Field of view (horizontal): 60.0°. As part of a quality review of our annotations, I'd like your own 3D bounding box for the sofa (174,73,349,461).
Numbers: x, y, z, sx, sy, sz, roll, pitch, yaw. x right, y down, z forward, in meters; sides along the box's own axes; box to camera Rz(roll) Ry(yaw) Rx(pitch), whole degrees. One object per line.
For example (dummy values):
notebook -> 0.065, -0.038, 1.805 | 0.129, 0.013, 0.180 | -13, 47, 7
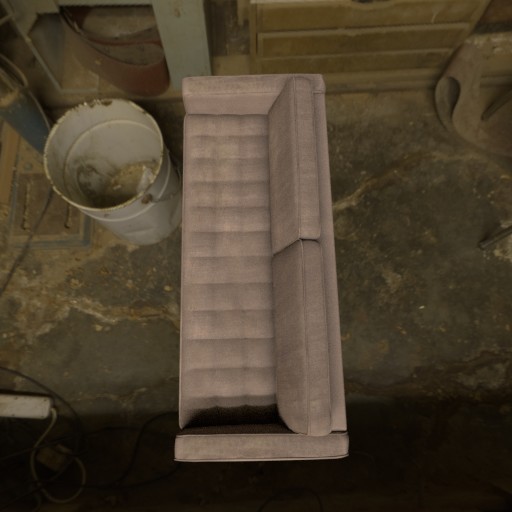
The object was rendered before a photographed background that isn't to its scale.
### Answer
sofa -> 0.000, 0.000, 2.702 | 0.923, 0.813, 2.295 | -1, 76, 0
